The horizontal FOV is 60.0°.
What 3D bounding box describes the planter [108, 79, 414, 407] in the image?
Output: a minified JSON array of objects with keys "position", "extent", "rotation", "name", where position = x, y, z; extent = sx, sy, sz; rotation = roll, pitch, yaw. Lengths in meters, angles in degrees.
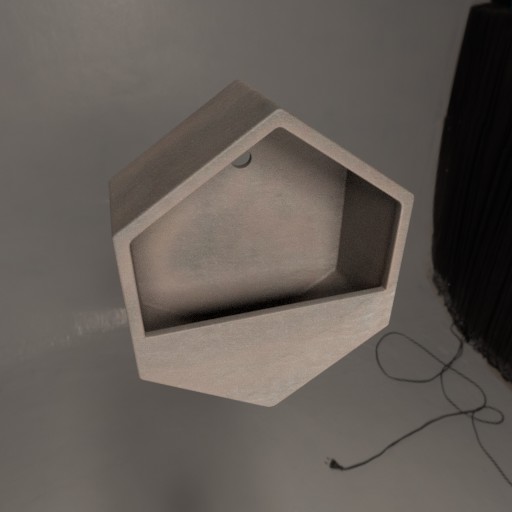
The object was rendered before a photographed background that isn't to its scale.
[{"position":[0.000,0.000,0.291],"extent":[0.169,0.206,0.077],"rotation":[-9,33,-14],"name":"planter"}]
